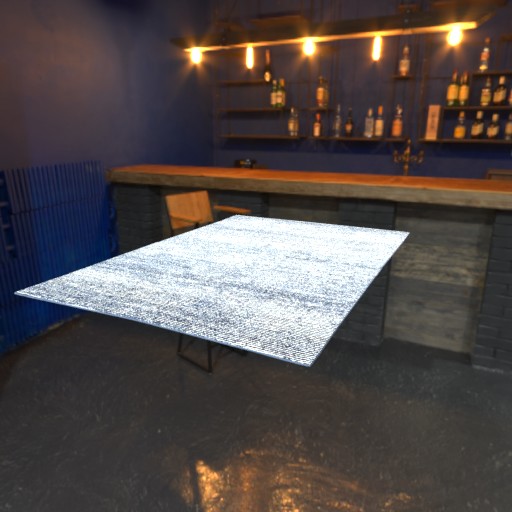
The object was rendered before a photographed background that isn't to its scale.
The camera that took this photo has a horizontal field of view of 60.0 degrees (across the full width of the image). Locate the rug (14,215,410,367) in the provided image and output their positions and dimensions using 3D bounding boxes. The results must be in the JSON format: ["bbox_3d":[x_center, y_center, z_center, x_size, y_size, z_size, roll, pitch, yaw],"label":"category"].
[{"bbox_3d":[0.000,0.000,2.948,1.624,0.030,2.349,8,18,26],"label":"rug"}]
